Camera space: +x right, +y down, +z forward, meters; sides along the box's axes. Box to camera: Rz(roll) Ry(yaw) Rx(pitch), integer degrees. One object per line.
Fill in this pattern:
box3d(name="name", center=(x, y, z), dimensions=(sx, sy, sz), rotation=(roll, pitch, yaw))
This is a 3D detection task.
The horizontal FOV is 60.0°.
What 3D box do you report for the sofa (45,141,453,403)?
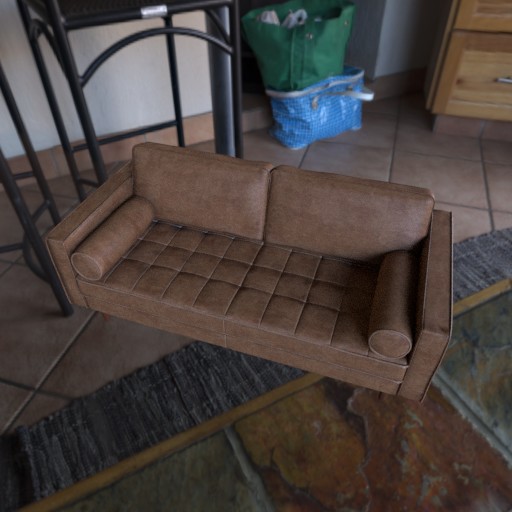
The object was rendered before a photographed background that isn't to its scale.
box3d(name="sofa", center=(0.000, 0.000, 2.379), dimensions=(1.920, 0.825, 0.924), rotation=(13, 42, 14))
